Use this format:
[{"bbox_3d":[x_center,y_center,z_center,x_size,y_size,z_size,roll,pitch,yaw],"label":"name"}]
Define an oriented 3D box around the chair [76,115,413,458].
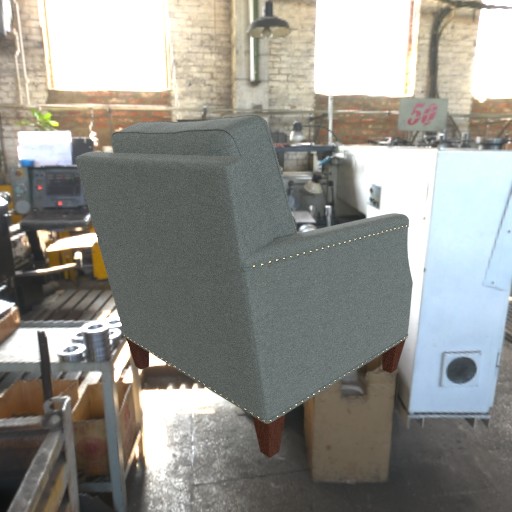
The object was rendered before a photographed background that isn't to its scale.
[{"bbox_3d":[0.000,0.000,1.773,1.031,1.031,0.885,-14,20,-43],"label":"chair"}]
